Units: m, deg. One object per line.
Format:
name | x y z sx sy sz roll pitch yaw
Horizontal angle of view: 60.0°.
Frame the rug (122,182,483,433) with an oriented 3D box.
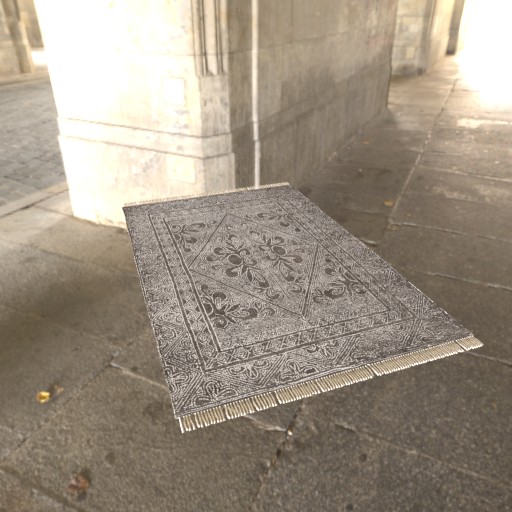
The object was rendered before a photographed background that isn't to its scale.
rug | 0.000 0.000 2.952 1.529 0.010 2.440 -10 31 -17
